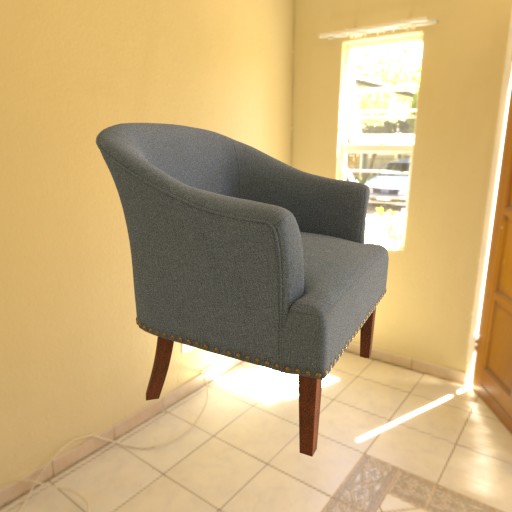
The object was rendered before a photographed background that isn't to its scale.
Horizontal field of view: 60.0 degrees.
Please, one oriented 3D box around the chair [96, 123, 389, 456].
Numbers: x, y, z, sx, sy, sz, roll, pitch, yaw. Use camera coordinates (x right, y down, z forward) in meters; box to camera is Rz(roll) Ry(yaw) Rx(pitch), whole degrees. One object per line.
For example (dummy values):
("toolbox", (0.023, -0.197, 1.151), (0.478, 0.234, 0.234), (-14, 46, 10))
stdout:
("chair", (0.000, 0.000, 1.402), (0.704, 0.815, 0.798), (7, 16, 26))
